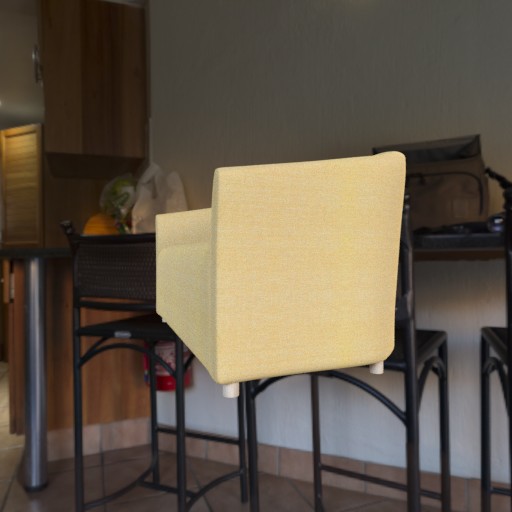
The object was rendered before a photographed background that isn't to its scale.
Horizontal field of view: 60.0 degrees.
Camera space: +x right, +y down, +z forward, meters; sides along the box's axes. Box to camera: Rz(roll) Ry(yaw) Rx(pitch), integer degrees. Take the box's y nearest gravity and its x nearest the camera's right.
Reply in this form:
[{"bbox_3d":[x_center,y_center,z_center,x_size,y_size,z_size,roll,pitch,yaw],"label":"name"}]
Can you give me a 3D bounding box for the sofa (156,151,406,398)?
[{"bbox_3d":[0.000,0.000,1.880,0.705,0.721,1.452,0,0,-19],"label":"sofa"}]
